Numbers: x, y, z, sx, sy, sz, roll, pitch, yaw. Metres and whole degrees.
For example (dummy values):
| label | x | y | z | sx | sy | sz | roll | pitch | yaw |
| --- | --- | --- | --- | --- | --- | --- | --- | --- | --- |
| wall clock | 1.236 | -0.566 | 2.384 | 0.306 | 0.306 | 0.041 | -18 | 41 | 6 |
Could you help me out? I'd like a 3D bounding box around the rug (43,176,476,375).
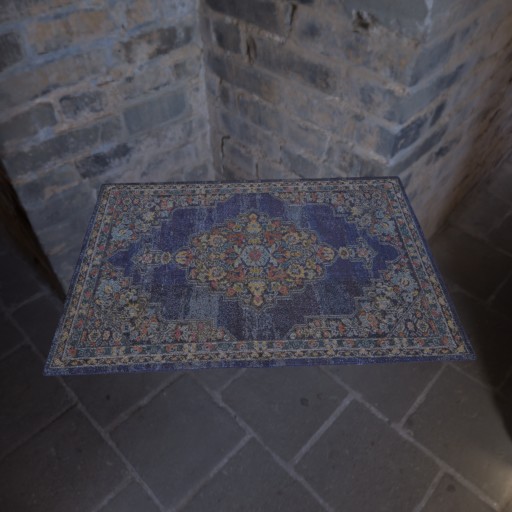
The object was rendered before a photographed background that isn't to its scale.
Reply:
| label | x | y | z | sx | sy | sz | roll | pitch | yaw |
| --- | --- | --- | --- | --- | --- | --- | --- | --- | --- |
| rug | 0.000 | 0.000 | 3.677 | 2.940 | 0.011 | 2.053 | -2 | 47 | -2 |
